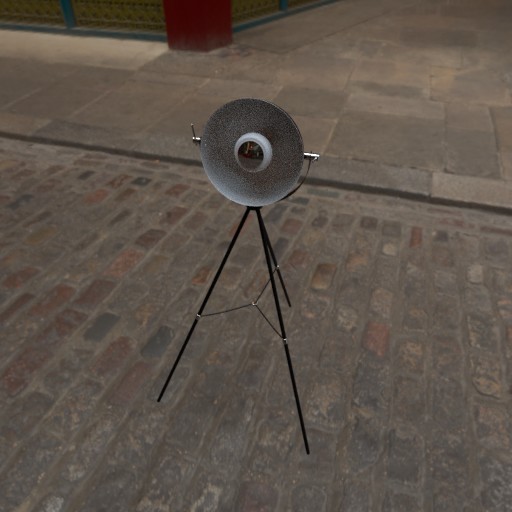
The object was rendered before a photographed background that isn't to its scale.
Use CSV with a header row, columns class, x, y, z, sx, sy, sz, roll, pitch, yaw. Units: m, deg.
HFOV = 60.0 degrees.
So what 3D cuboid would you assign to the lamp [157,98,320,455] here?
class,x,y,z,sx,sy,sz,roll,pitch,yaw
lamp,0.000,0.000,2.038,0.817,1.512,0.920,11,41,13
